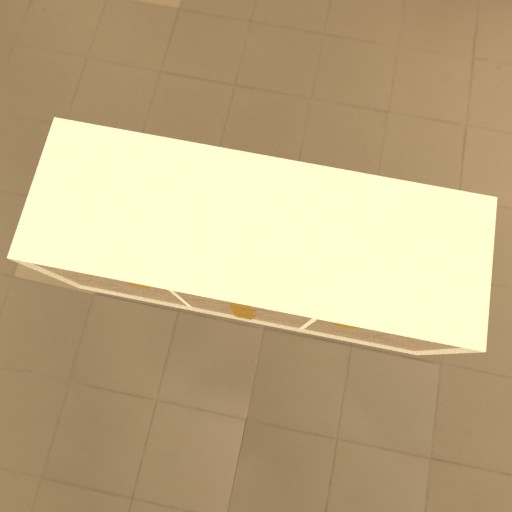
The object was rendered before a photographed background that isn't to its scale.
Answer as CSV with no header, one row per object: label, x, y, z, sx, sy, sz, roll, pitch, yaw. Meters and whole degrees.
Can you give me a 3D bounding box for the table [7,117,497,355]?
table,0.000,0.000,1.791,1.500,0.769,0.508,11,77,3
